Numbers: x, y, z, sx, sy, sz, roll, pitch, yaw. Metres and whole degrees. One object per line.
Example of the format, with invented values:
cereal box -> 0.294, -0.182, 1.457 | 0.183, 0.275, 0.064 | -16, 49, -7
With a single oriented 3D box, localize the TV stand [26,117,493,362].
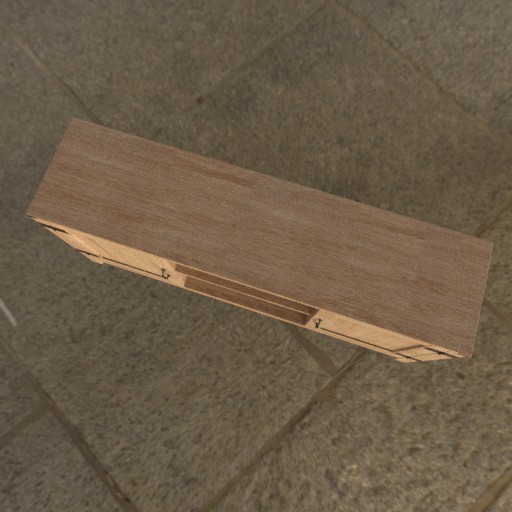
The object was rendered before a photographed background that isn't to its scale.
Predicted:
TV stand -> 0.000, 0.000, 1.718 | 1.466, 0.610, 0.398 | 17, 75, 5
